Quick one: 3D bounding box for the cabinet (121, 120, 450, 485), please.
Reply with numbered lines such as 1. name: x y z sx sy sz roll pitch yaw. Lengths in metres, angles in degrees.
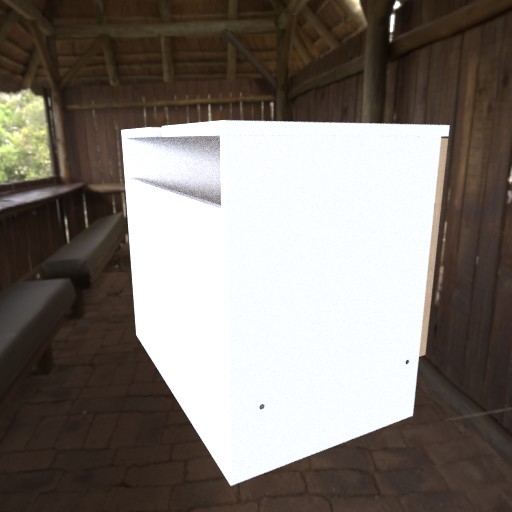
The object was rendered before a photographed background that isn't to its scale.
1. cabinet: 0.000 0.000 0.942 0.400 0.522 0.600 -8 16 -27
